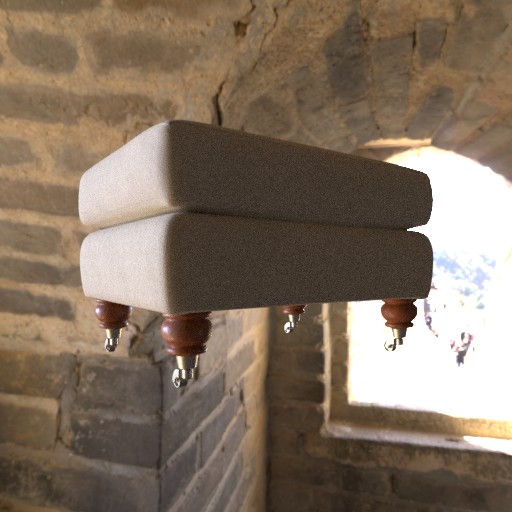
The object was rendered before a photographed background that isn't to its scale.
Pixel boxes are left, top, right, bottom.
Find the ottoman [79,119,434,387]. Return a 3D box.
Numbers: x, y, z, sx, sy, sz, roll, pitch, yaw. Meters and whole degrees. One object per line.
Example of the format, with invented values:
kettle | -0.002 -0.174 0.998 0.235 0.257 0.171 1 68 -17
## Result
ottoman | 0.000 0.000 1.147 0.773 0.504 0.569 1 -2 -35
